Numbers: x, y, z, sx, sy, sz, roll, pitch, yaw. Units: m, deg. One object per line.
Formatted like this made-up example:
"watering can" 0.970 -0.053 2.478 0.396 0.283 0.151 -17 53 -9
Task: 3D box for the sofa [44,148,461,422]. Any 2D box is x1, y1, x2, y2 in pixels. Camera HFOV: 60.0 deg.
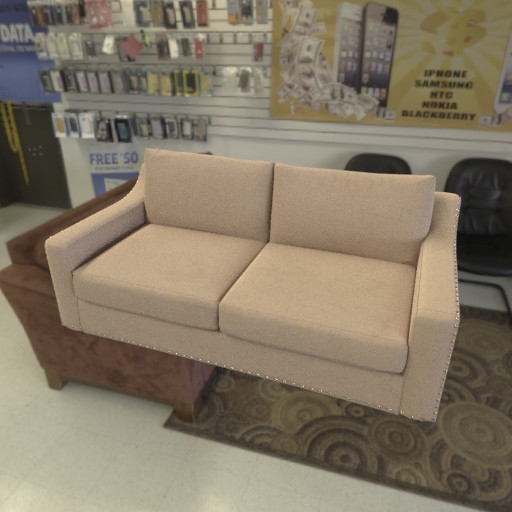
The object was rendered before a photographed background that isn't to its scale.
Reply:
"sofa" 0.000 0.000 2.392 1.967 0.901 1.030 10 28 18
